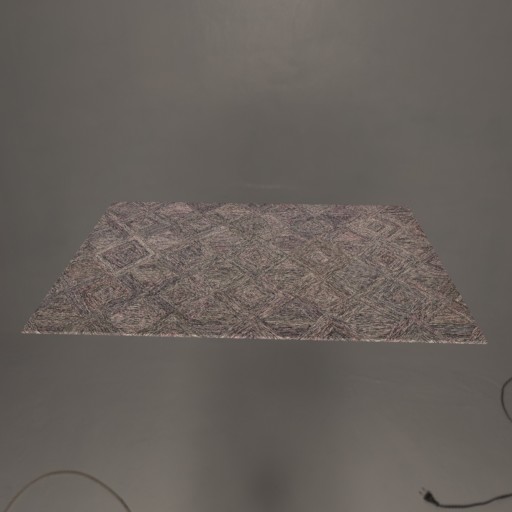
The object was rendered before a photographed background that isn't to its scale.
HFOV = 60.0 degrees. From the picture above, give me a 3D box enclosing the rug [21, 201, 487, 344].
[{"bbox_3d":[0.000,0.000,2.813,2.298,0.017,1.501,1,32,2],"label":"rug"}]
